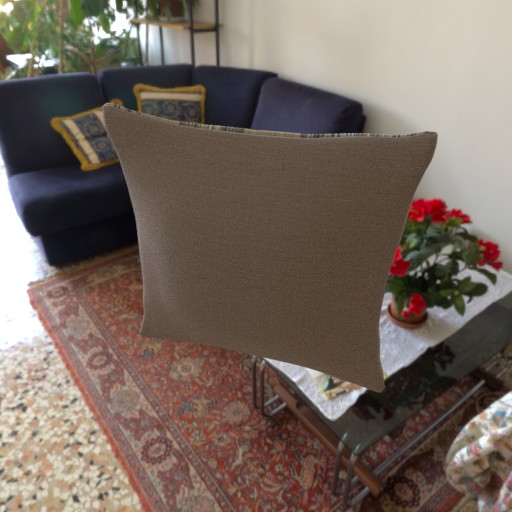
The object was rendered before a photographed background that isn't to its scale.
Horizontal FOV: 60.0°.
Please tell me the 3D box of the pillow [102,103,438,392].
[{"bbox_3d":[0.000,0.000,0.660,0.435,0.416,0.189,10,34,15],"label":"pillow"}]
